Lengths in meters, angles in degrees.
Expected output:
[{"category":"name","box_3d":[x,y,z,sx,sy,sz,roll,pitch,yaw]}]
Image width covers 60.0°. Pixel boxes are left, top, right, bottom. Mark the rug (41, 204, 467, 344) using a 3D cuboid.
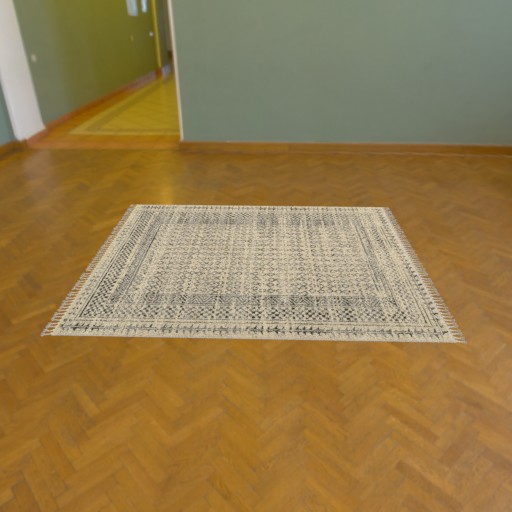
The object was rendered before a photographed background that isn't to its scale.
[{"category":"rug","box_3d":[0.000,0.000,4.015,2.940,0.013,2.312,1,30,1]}]
